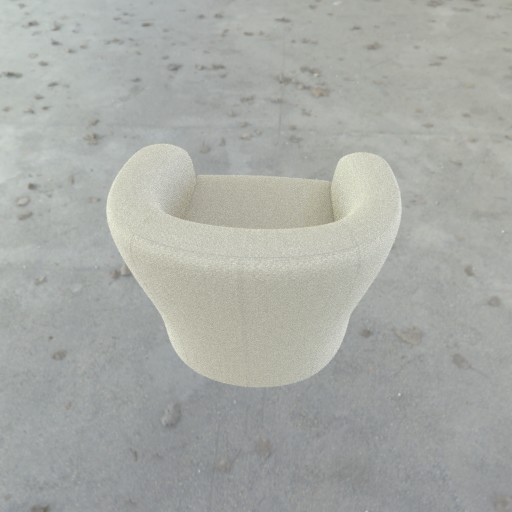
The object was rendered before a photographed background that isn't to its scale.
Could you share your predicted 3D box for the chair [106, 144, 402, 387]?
[{"bbox_3d":[0.000,0.000,1.435,0.791,0.771,0.815,3,46,3],"label":"chair"}]
